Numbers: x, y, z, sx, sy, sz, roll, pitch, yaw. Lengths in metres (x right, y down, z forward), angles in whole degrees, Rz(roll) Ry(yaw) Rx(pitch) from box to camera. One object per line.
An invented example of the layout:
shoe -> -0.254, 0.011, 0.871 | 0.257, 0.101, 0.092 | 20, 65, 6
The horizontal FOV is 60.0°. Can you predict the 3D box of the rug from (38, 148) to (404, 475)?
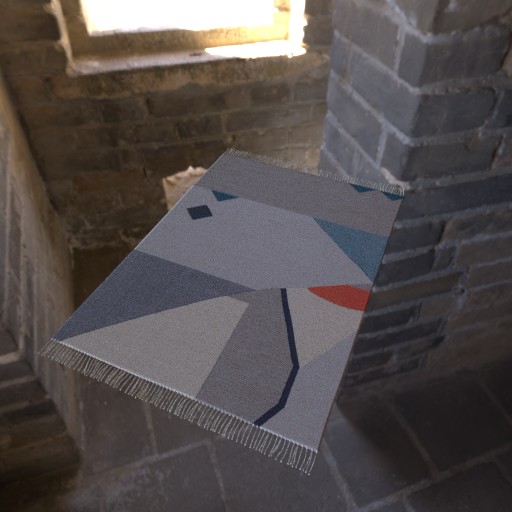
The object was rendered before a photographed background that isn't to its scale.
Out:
rug -> 0.000, 0.000, 2.293 | 1.220, 0.005, 1.828 | 17, 46, 17
